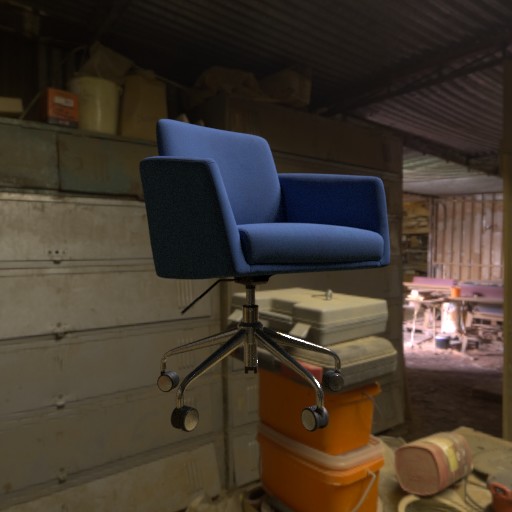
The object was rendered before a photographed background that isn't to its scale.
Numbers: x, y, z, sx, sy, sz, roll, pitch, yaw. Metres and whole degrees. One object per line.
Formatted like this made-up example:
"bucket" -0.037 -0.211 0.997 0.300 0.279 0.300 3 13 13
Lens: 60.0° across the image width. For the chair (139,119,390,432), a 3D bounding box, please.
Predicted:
"chair" 0.000 0.000 1.374 0.641 0.908 0.635 -1 1 -36
